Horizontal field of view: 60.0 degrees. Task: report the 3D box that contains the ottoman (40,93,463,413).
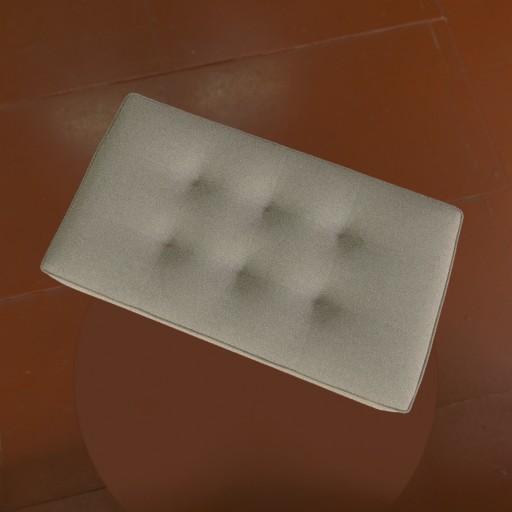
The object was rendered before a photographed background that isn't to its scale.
[{"bbox_3d":[0.000,0.000,1.503,1.143,0.508,0.648,21,77,5],"label":"ottoman"}]
